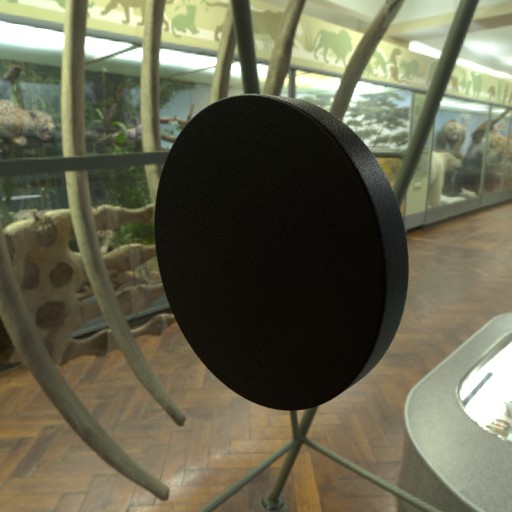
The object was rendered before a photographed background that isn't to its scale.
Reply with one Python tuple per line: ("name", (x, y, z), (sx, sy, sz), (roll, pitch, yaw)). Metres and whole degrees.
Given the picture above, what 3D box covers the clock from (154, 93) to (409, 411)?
("clock", (0.000, 0.000, 0.458), (0.314, 0.314, 0.040), (14, 20, 42))
